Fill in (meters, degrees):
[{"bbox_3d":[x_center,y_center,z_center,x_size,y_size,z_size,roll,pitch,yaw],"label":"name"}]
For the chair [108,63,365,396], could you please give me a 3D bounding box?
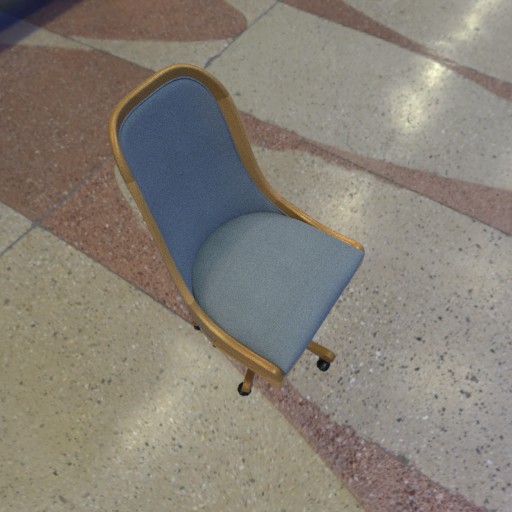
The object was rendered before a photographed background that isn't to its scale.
[{"bbox_3d":[0.000,0.000,1.481,0.735,1.031,0.605,30,62,18],"label":"chair"}]
